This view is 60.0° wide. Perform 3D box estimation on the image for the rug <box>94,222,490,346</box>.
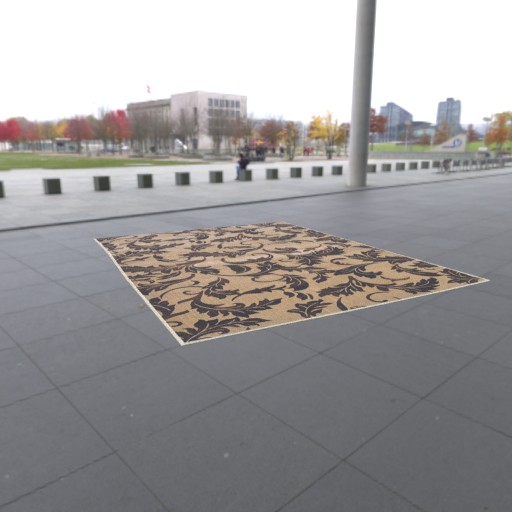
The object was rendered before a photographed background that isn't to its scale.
[{"bbox_3d":[0.000,0.000,4.002,2.380,0.008,2.977,-7,16,-27],"label":"rug"}]
